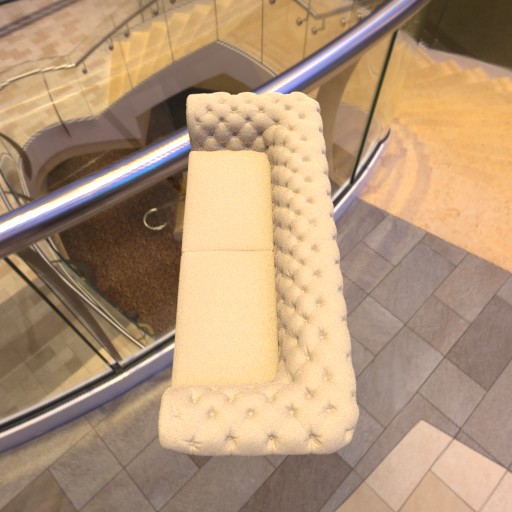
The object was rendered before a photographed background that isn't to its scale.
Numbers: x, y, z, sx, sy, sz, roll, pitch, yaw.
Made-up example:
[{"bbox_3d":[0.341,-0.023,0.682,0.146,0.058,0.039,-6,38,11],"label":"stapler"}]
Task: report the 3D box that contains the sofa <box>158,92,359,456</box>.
[{"bbox_3d":[0.000,0.000,3.198,1.076,0.847,2.694,-1,60,0],"label":"sofa"}]
